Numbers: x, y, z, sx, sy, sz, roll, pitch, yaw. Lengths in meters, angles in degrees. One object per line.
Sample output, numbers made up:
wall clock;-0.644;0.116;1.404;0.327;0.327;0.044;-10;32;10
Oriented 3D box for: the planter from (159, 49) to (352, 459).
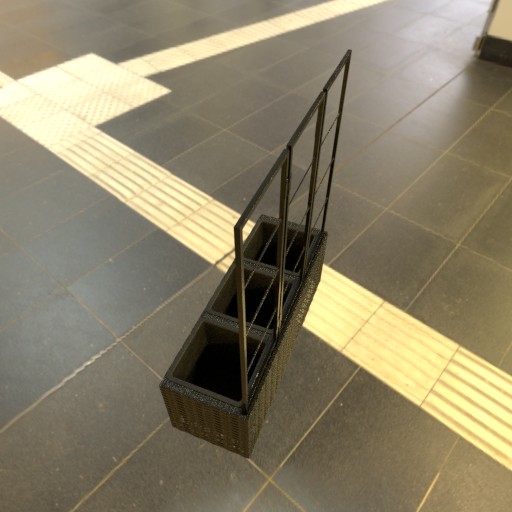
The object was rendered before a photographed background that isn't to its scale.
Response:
planter;0.000;0.000;1.161;0.244;0.841;0.698;16;49;15
